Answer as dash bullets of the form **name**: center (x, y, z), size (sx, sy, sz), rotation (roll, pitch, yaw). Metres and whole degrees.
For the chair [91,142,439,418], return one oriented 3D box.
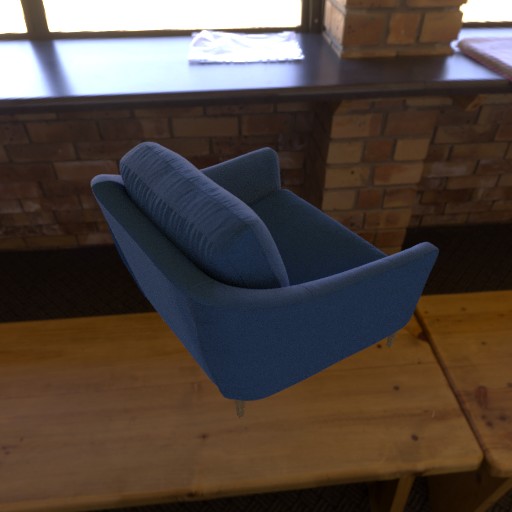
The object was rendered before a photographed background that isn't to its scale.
- **chair**: center (0.000, 0.000, 1.761), size (0.961, 0.899, 0.987), rotation (-26, 47, -27)
